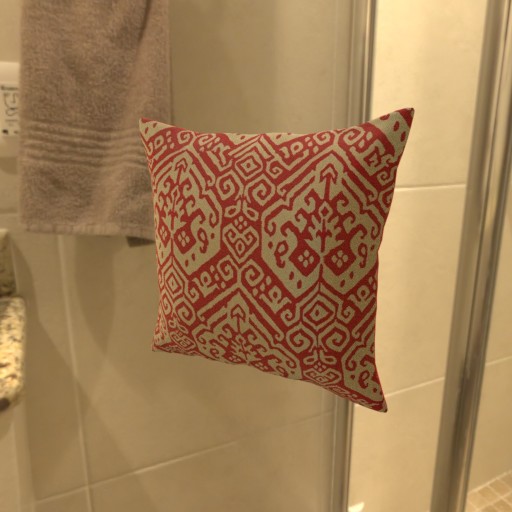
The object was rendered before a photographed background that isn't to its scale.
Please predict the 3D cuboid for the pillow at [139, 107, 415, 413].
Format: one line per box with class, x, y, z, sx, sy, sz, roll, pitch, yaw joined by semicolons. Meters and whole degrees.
pillow;0.000;0.000;0.825;0.522;0.507;0.192;7;16;26
